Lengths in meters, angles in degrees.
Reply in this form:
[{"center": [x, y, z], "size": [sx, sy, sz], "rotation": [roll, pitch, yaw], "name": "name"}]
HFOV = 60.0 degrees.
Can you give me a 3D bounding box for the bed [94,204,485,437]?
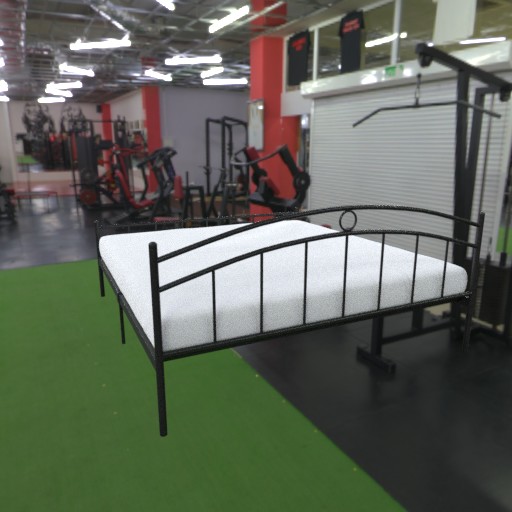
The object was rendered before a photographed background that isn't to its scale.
[{"center": [0.000, 0.000, 3.066], "size": [1.880, 0.940, 2.040], "rotation": [-7, 15, -25], "name": "bed"}]
